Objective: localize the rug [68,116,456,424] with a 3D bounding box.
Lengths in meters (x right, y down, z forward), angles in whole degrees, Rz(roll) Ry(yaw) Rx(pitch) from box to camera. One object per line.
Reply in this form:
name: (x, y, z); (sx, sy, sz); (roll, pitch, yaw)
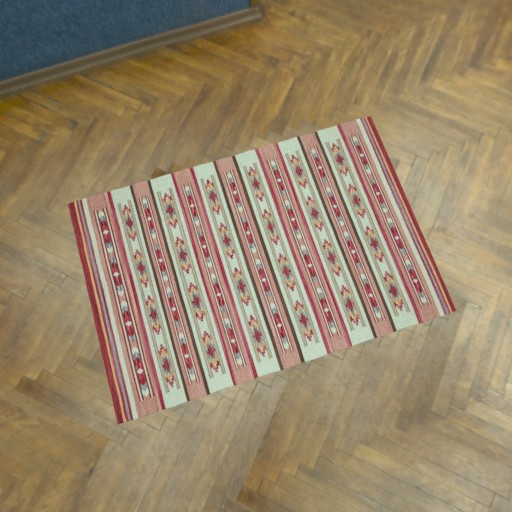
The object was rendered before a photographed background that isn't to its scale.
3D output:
rug: (0.000, 0.000, 2.398); (1.817, 0.008, 1.223); (-17, 76, -5)
